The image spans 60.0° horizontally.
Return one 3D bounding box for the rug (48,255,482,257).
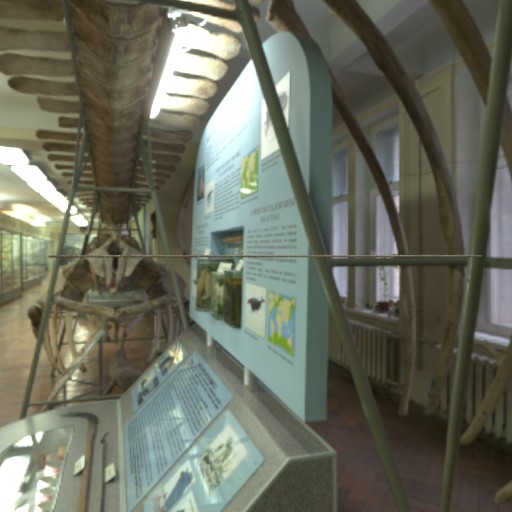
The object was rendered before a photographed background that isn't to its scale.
[{"bbox_3d":[0.000,0.000,3.079,2.439,0.011,1.533,0,0,-17],"label":"rug"}]
